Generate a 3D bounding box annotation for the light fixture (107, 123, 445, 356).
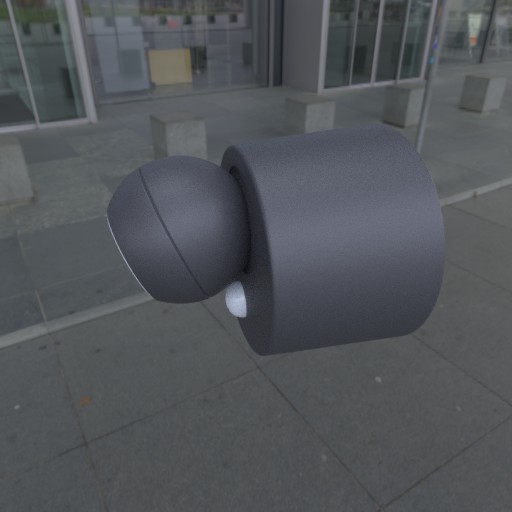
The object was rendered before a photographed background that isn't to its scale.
[{"bbox_3d":[0.000,0.000,0.267,0.160,0.143,0.134,-9,31,-14],"label":"light fixture"}]
